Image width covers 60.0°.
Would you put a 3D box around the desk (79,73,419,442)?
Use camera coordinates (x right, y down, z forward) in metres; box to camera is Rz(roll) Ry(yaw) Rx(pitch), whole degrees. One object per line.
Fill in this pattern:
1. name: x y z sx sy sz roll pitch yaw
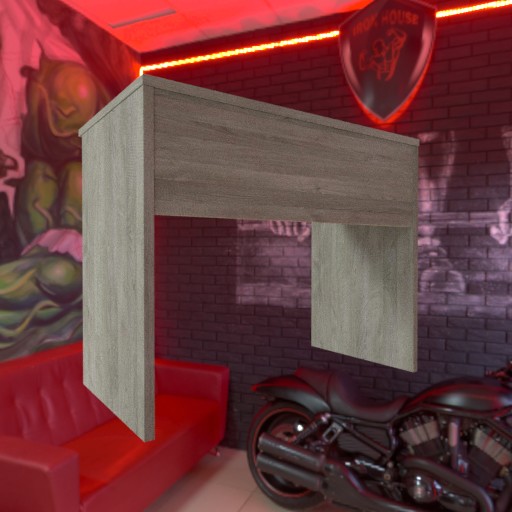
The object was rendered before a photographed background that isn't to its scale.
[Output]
1. desk: 0.000 0.000 1.329 0.893 0.724 0.498 -1 1 -35
